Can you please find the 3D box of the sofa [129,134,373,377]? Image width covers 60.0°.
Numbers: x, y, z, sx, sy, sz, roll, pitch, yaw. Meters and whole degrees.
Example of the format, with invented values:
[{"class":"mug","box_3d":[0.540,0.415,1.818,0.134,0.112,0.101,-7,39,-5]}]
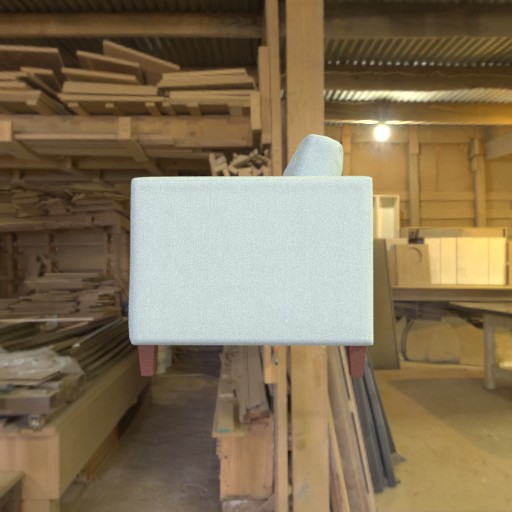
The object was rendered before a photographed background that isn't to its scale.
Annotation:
[{"class":"sofa","box_3d":[0.000,0.000,2.745,0.951,0.965,2.208,0,-1,1]}]
